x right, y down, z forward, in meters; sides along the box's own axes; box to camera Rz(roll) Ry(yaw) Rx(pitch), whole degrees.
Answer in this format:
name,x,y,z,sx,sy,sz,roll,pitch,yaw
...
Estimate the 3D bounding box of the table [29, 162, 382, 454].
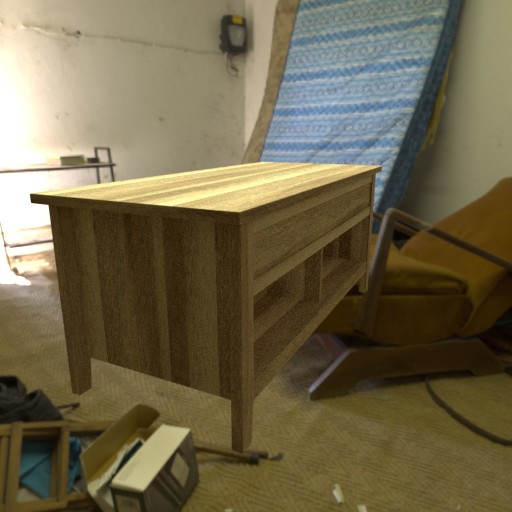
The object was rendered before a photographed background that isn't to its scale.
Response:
name,x,y,z,sx,sy,sz,roll,pitch,yaw
table,0.000,0.000,1.339,0.493,0.480,1.095,8,17,26
